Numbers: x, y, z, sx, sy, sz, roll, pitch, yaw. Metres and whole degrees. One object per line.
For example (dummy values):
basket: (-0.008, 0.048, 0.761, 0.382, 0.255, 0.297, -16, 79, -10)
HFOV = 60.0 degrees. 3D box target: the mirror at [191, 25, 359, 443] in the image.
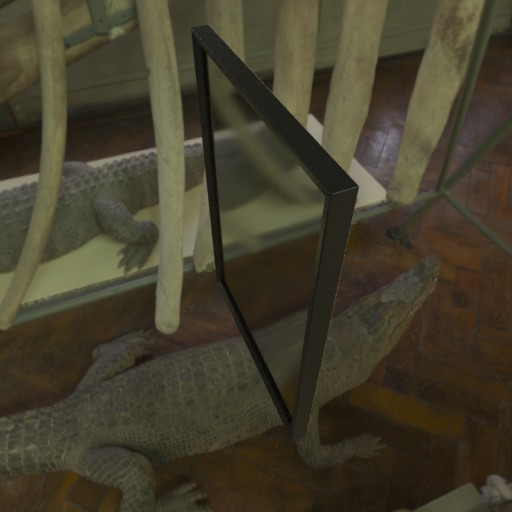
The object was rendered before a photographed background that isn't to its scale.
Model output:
mirror: (0.000, 0.000, 0.895, 0.039, 0.710, 0.507, -17, 49, -15)
